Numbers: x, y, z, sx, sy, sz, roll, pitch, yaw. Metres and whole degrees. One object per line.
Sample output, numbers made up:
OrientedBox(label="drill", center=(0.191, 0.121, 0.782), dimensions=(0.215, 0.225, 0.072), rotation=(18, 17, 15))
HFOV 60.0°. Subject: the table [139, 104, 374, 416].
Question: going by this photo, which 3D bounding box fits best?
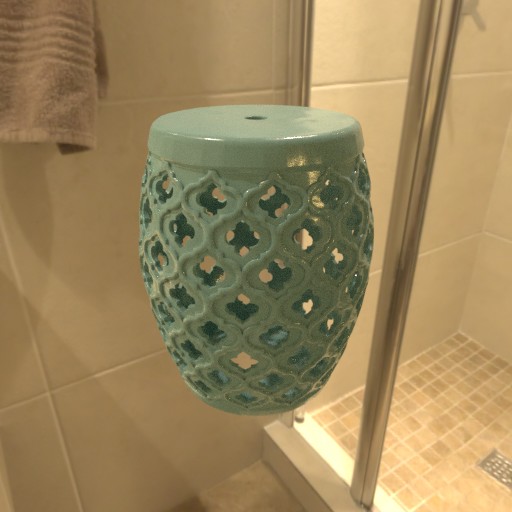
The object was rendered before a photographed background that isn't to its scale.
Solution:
OrientedBox(label="table", center=(0.000, 0.000, 0.644), dimensions=(0.325, 0.388, 0.325), rotation=(0, 26, 0))
